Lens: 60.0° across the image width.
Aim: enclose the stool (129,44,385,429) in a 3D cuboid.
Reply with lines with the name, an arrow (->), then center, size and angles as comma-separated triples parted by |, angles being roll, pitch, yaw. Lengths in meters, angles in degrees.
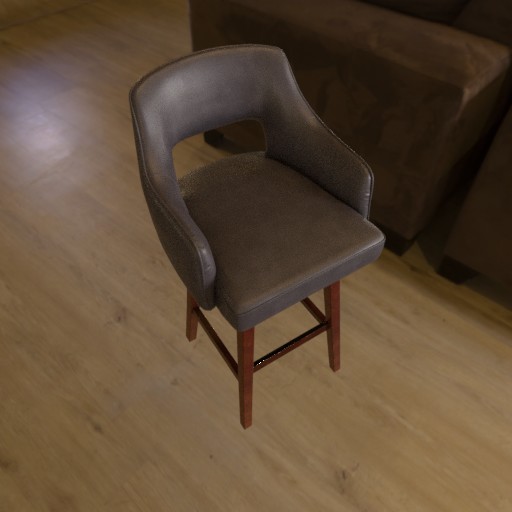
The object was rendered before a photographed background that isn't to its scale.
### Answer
stool -> 0.000, 0.000, 1.349 | 0.550, 1.041, 0.560 | -25, 52, -21
